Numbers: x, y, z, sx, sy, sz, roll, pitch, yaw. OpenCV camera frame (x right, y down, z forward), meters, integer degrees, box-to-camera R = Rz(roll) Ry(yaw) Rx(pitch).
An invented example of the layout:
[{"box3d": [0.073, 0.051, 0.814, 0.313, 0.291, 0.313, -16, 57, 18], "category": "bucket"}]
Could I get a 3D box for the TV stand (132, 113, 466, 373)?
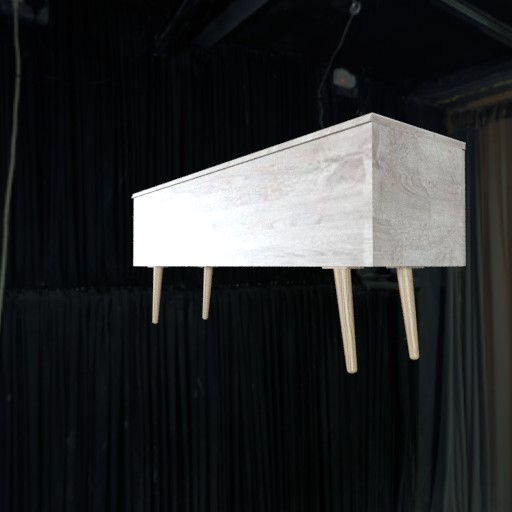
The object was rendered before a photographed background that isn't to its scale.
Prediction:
[{"box3d": [0.000, 0.000, 1.551, 0.401, 0.565, 1.313, 1, -2, -37], "category": "TV stand"}]
